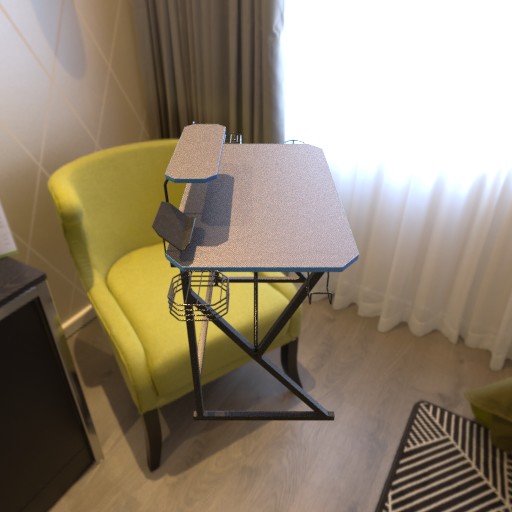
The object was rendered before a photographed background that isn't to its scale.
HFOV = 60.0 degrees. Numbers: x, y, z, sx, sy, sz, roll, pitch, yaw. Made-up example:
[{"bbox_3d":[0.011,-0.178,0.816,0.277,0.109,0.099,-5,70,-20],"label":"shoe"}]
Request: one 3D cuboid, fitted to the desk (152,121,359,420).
[{"bbox_3d":[0.000,0.000,1.793,0.594,0.909,1.295,0,34,0],"label":"desk"}]
